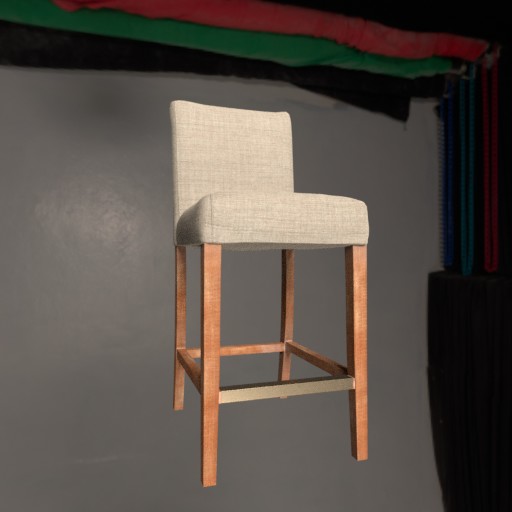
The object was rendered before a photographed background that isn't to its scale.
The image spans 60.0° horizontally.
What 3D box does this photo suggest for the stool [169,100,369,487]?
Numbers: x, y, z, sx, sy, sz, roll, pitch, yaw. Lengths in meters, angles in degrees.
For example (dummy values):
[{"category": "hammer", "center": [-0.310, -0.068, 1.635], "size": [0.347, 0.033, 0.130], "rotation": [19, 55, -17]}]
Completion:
[{"category": "stool", "center": [0.000, 0.000, 1.318], "size": [0.454, 1.039, 0.567], "rotation": [0, 0, -19]}]
